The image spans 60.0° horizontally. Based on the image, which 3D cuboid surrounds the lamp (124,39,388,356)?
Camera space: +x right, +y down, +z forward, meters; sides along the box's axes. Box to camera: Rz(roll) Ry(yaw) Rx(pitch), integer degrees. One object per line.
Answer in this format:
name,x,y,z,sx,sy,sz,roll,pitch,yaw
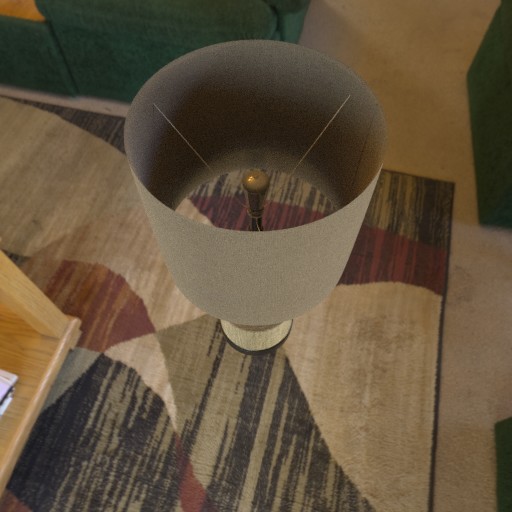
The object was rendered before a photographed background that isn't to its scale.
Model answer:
lamp,0.000,0.000,0.587,0.229,0.470,0.229,-3,60,-2
